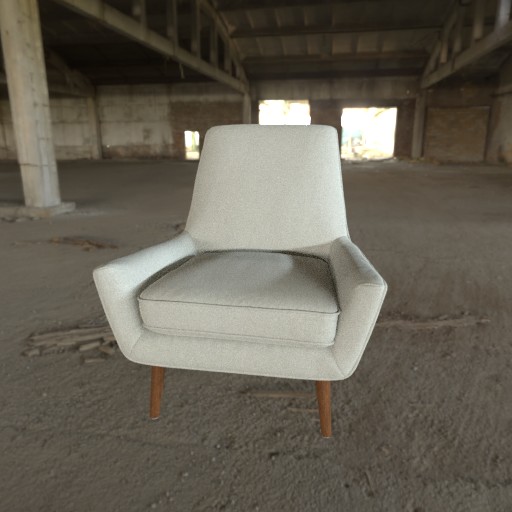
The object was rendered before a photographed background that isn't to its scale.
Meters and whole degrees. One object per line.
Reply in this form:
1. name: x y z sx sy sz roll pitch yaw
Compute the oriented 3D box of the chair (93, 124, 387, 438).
1. chair: 0.000 0.000 1.525 0.787 0.888 0.822 3 15 9
